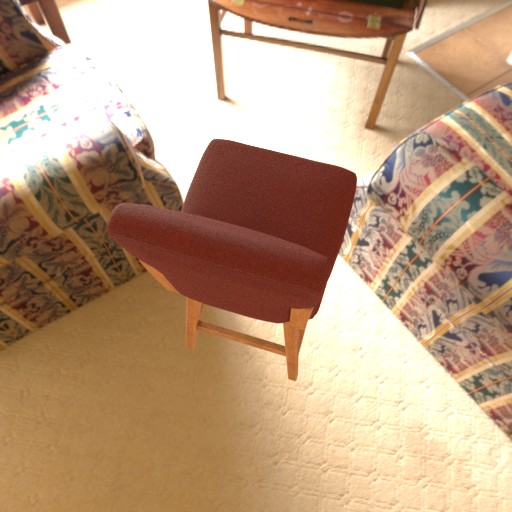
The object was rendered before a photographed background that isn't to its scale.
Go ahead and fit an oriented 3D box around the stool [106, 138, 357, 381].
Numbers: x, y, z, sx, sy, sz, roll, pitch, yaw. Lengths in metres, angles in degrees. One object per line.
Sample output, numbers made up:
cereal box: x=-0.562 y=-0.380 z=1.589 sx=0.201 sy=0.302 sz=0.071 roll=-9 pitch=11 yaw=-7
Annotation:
stool: x=0.000 y=0.000 z=1.329 sx=0.468 sy=1.038 sz=0.562 roll=16 pitch=64 yaw=8
